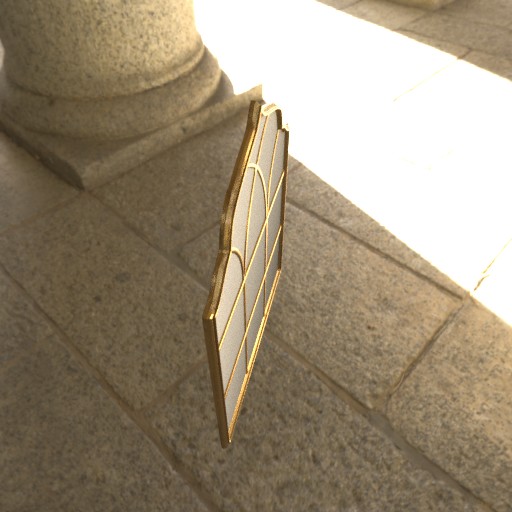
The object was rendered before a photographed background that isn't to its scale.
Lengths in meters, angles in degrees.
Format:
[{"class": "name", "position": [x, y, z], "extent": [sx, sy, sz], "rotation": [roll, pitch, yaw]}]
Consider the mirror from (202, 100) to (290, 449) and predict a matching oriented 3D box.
[{"class": "mirror", "position": [0.000, 0.000, 0.853], "extent": [0.018, 0.635, 0.513], "rotation": [11, 48, 10]}]
